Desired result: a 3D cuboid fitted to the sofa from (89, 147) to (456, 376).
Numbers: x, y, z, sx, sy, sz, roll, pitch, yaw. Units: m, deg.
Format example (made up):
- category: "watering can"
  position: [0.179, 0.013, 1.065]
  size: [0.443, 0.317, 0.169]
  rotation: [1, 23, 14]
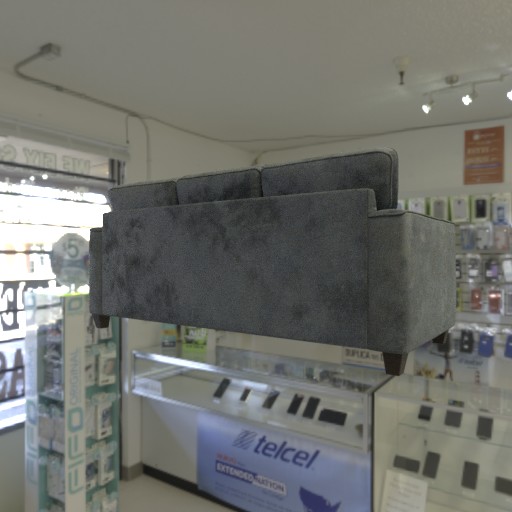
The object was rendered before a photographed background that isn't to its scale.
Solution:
- category: "sofa"
  position: [0.000, 0.000, 2.719]
  size: [2.133, 0.965, 0.939]
  rotation: [0, 0, 36]
